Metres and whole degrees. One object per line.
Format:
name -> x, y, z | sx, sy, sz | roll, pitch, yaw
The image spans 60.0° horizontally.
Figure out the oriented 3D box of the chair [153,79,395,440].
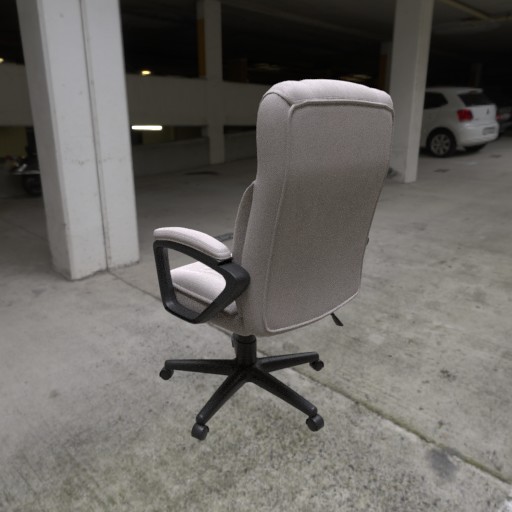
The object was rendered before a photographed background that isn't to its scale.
chair -> 0.000, 0.000, 1.545 | 0.667, 1.105, 0.724 | -16, 23, -42
